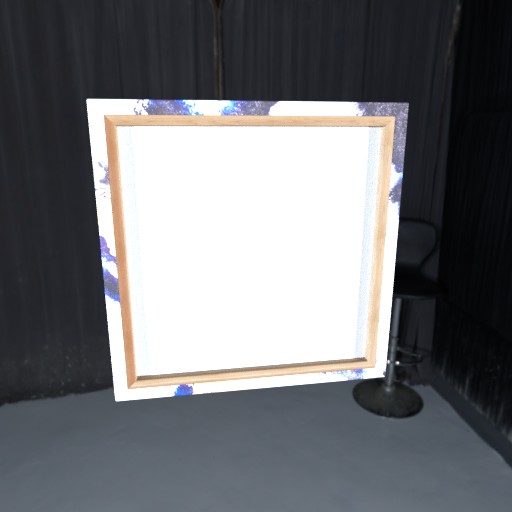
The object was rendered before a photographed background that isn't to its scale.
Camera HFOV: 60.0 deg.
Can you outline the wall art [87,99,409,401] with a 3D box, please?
[{"bbox_3d":[0.000,0.000,1.340,0.887,0.885,0.038,-2,16,-9],"label":"wall art"}]
